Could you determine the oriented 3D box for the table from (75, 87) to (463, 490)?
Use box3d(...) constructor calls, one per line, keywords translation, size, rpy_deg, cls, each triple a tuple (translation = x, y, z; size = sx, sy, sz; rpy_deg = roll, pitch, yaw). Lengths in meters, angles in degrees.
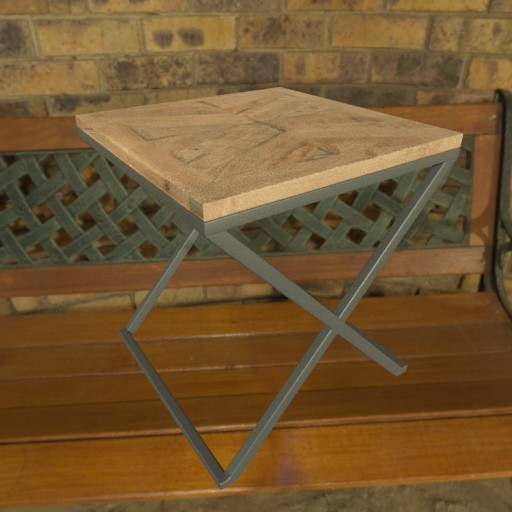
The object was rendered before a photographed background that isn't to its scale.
box3d(translation=(0.000, 0.000, 0.929), size=(0.498, 0.550, 0.499), rpy_deg=(-20, 36, -29), cls="table")
